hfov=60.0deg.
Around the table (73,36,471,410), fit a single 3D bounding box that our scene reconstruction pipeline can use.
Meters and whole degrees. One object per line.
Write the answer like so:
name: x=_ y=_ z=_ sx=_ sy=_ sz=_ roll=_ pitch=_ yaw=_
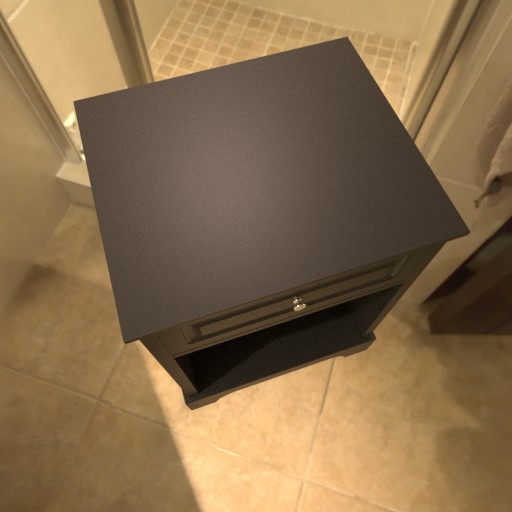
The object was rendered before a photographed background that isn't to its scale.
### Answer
table: x=0.000 y=0.000 z=0.903 sx=0.460 sy=0.610 sz=0.399 roll=-17 pitch=65 yaw=-8
